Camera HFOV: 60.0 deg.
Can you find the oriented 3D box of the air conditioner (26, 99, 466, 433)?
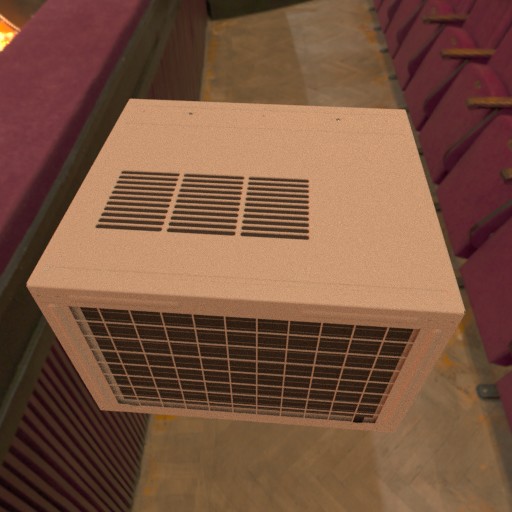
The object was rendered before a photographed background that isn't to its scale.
[{"bbox_3d":[0.000,0.000,1.009,0.645,0.455,0.599,3,47,3],"label":"air conditioner"}]
